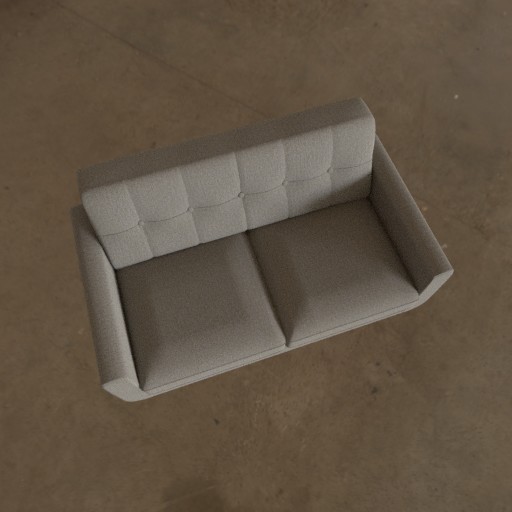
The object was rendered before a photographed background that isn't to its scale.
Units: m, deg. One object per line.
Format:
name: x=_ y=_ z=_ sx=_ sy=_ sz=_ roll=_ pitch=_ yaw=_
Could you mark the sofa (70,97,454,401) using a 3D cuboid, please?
sofa: x=0.000 y=0.000 z=2.263 sx=1.651 sy=0.925 sz=0.952 roll=-17 pitch=65 yaw=-8
